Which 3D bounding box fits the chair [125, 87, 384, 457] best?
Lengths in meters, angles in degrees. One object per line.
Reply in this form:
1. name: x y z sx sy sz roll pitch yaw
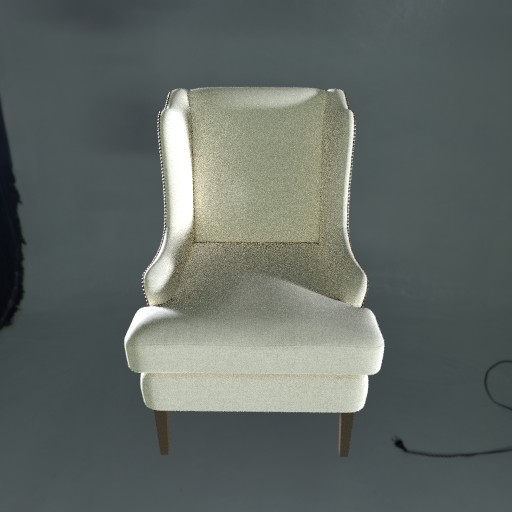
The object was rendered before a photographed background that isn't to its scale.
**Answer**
1. chair: 0.000 0.000 1.601 0.737 1.029 0.940 0 30 1
